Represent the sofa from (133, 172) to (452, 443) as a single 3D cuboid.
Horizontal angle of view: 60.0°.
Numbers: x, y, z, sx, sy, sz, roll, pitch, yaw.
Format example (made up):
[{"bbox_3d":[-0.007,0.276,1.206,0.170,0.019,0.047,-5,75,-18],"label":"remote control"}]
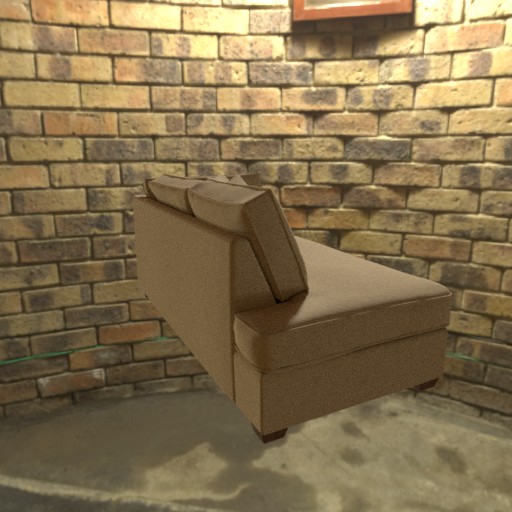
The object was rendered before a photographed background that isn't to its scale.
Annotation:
[{"bbox_3d":[0.000,0.000,2.865,1.110,1.033,2.237,-7,16,-26],"label":"sofa"}]
